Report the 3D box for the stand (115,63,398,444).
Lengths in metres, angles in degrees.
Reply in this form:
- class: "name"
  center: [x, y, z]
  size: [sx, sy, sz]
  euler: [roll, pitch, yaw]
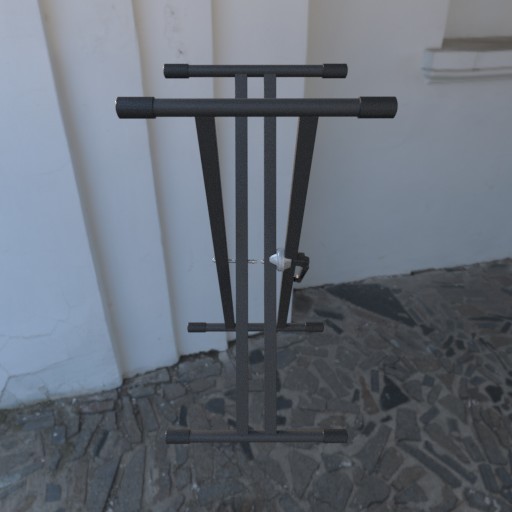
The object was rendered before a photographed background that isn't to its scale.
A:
- class: "stand"
  center: [0.000, 0.000, 1.189]
  size: [0.495, 0.900, 0.503]
  euler: [0, 30, 0]
